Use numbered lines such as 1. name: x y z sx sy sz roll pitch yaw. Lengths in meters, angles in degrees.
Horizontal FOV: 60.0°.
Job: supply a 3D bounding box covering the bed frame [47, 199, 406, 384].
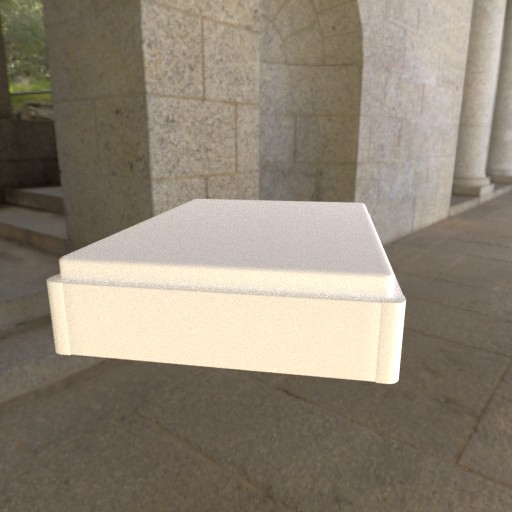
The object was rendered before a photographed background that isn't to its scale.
1. bed frame: 0.000 0.000 2.581 1.400 0.406 1.900 3 15 10
